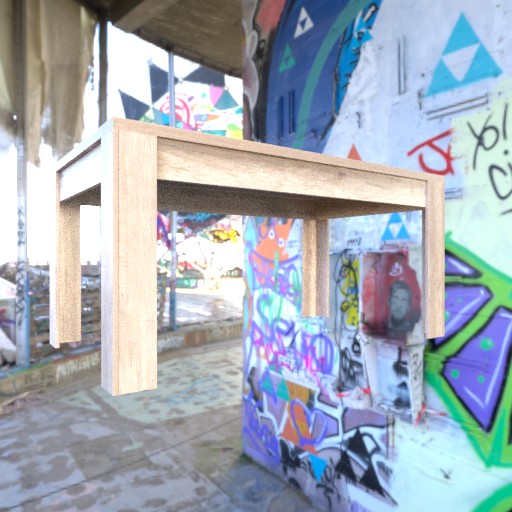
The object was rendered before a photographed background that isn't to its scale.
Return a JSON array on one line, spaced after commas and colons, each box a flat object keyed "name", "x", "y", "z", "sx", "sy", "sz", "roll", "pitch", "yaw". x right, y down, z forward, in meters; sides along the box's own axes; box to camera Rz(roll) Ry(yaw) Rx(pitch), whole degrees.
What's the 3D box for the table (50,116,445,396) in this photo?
[{"name": "table", "x": 0.000, "y": 0.000, "z": 2.054, "sx": 1.600, "sy": 0.775, "sz": 0.900, "roll": 0, "pitch": 0, "yaw": -35}]
